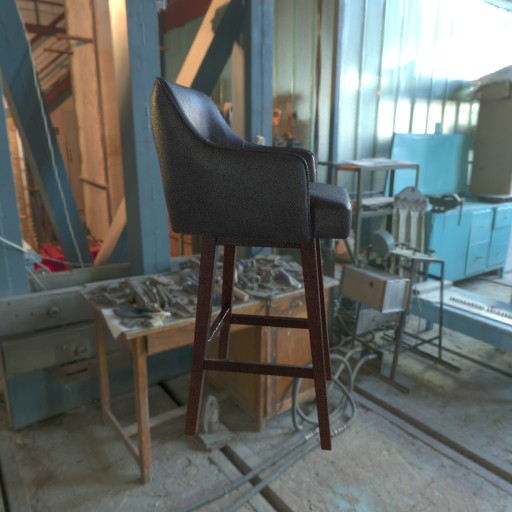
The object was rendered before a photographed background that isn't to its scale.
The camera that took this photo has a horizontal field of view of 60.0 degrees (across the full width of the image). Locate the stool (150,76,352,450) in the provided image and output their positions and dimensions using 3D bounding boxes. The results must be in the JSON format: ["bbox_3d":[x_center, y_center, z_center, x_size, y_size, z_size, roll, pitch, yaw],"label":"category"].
[{"bbox_3d":[0.000,0.000,1.395,0.560,1.041,0.550,2,15,9],"label":"stool"}]
